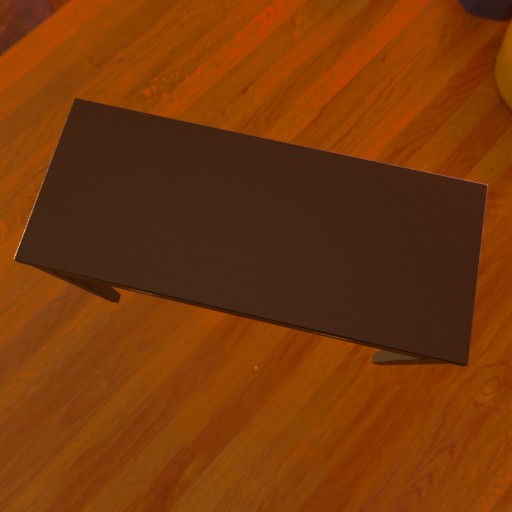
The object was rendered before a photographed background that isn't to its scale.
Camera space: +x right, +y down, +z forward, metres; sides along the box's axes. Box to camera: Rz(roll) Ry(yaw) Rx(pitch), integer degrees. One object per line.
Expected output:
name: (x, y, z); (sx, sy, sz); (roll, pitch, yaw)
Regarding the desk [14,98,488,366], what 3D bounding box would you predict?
desk: (0.000, 0.000, 1.589); (1.220, 0.775, 0.508); (13, 76, 3)
